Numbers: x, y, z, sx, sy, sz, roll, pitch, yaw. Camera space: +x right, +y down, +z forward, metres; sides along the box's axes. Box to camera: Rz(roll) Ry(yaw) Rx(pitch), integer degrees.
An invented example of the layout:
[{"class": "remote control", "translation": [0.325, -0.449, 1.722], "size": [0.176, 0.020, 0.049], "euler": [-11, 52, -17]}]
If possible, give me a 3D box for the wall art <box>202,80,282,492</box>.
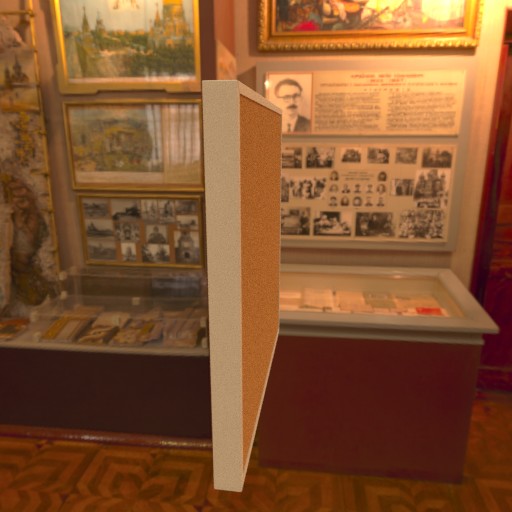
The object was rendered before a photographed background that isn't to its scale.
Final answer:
[{"class": "wall art", "translation": [0.000, 0.000, 0.762], "size": [0.037, 0.508, 0.508], "euler": [2, 15, 8]}]
